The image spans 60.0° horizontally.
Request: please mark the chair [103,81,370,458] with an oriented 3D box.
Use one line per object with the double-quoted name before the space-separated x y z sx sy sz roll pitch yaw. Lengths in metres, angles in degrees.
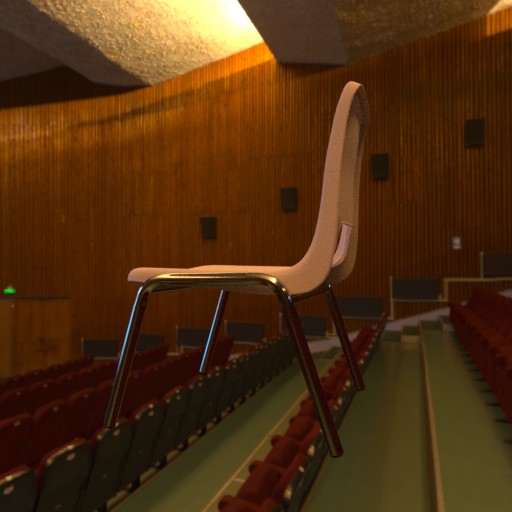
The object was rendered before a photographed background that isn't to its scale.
"chair" 0.000 0.000 0.791 0.385 0.537 0.354 0 0 19
